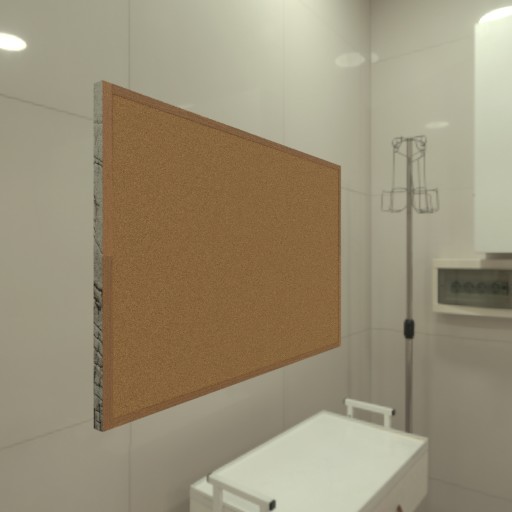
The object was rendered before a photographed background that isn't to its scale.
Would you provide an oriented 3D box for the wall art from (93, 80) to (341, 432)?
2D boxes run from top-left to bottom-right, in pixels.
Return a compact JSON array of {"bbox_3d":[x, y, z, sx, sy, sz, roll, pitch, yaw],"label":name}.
[{"bbox_3d":[0.000,0.000,1.419,0.035,0.758,1.141,0,0,37],"label":"wall art"}]
